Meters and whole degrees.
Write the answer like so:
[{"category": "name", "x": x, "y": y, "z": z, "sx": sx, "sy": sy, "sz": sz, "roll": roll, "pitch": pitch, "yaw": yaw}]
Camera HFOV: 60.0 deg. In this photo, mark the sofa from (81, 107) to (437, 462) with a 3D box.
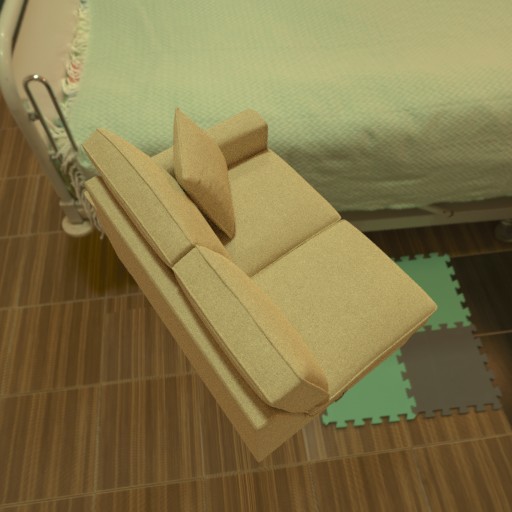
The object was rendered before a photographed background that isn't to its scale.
[{"category": "sofa", "x": 0.000, "y": 0.000, "z": 2.043, "sx": 0.991, "sy": 0.989, "sz": 1.388, "roll": -32, "pitch": 63, "yaw": -18}]
